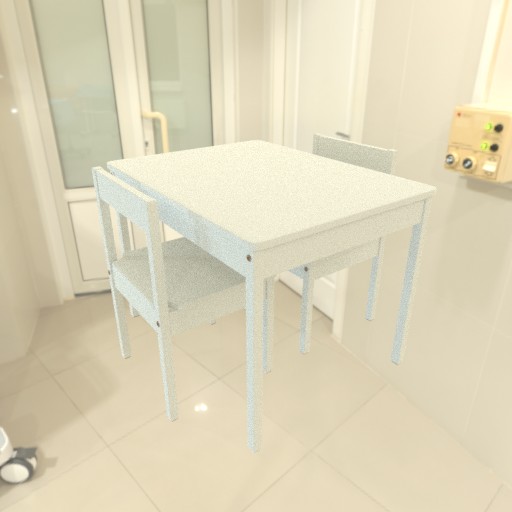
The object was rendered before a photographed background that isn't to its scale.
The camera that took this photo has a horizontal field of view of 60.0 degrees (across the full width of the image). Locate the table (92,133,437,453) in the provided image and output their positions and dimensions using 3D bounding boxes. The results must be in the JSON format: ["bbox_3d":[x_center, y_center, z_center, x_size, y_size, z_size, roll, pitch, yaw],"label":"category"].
[{"bbox_3d":[0.000,0.000,1.137,0.672,0.503,0.650,-18,31,-32],"label":"table"}]
